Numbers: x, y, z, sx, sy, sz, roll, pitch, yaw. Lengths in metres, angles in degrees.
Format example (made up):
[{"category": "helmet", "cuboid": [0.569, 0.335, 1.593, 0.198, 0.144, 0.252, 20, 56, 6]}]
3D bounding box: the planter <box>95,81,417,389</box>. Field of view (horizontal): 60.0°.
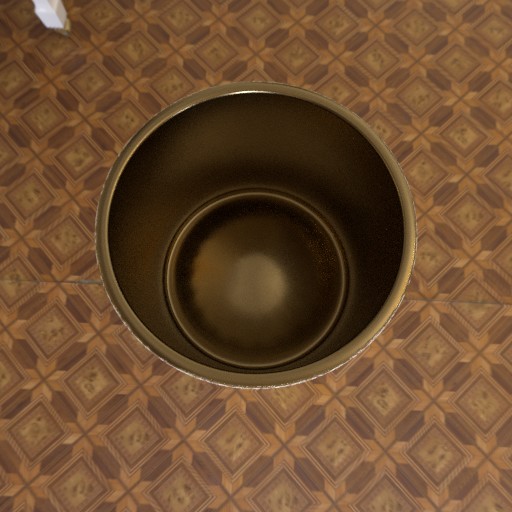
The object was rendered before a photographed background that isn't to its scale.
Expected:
[{"category": "planter", "cuboid": [0.000, 0.000, 0.448, 0.254, 0.221, 0.254, 0, 76, 0]}]
